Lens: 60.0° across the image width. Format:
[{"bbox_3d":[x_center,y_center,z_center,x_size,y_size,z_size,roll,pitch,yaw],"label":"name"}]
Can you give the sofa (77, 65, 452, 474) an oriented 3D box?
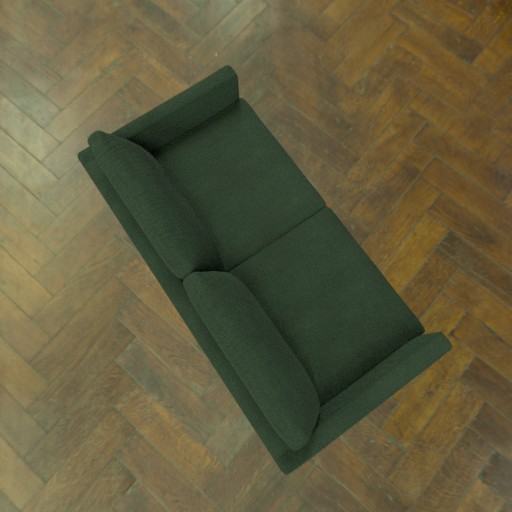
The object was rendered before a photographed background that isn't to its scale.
[{"bbox_3d":[0.000,0.000,2.119,0.875,0.817,1.676,-34,78,-9],"label":"sofa"}]
